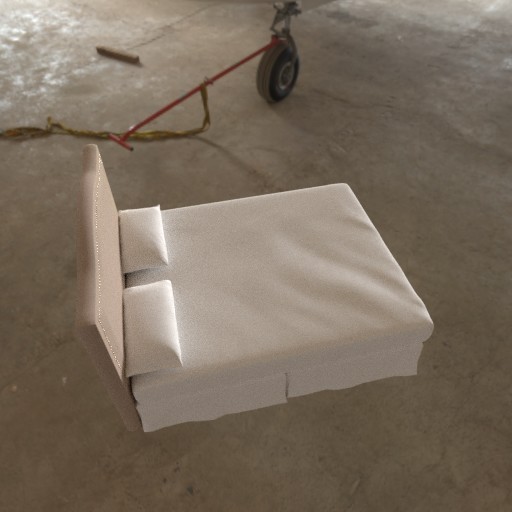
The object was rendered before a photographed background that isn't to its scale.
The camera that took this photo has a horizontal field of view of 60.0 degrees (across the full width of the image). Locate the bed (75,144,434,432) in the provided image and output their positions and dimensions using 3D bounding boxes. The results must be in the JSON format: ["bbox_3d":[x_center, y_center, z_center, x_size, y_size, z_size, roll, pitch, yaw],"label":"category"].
[{"bbox_3d":[0.000,0.000,3.427,2.282,1.436,1.821,-10,48,-9],"label":"bed"}]
